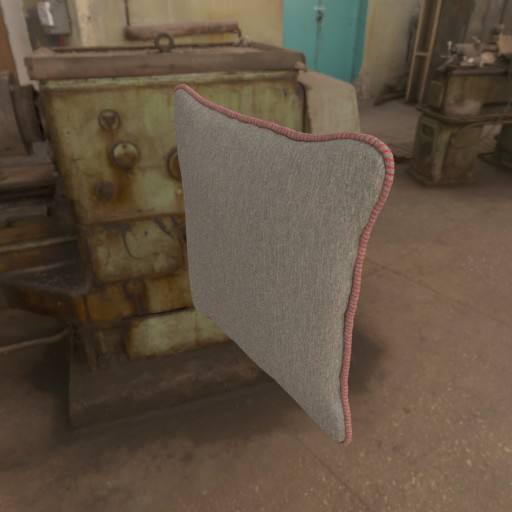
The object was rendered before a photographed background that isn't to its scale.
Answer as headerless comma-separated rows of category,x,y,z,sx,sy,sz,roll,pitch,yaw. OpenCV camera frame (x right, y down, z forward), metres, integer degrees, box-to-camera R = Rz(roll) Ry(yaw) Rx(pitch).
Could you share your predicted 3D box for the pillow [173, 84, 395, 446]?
pillow,0.000,0.000,0.741,0.124,0.491,0.482,-21,36,-31
